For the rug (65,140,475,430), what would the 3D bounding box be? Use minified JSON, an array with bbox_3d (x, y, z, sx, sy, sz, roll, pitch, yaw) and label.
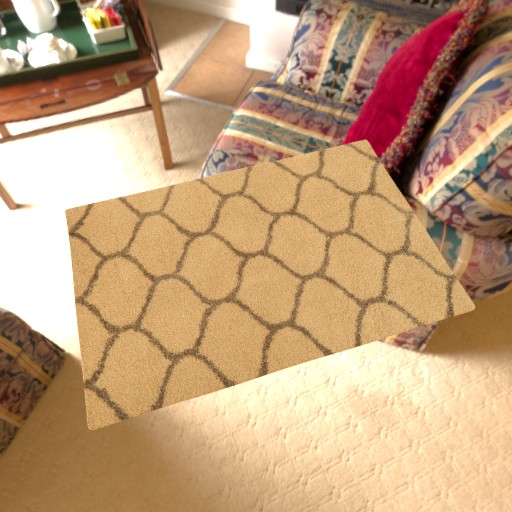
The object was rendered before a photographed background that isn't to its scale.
[{"bbox_3d":[0.000,0.000,3.372,2.701,0.026,1.801,-15,58,-9],"label":"rug"}]
